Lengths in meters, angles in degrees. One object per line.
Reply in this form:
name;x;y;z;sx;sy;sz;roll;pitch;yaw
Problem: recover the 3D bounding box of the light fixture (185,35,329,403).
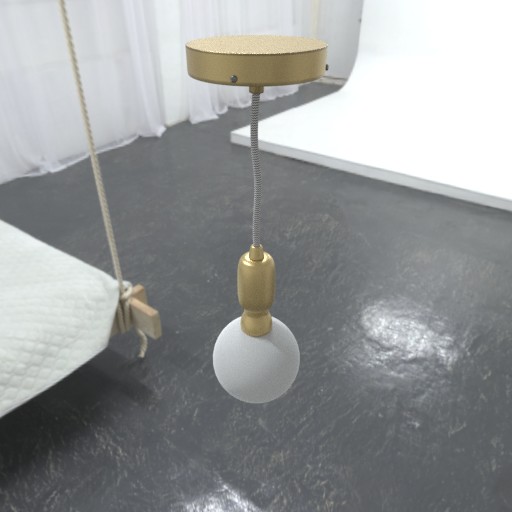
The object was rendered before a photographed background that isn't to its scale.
light fixture;0.000;0.000;0.585;0.147;0.510;0.146;9;34;14
